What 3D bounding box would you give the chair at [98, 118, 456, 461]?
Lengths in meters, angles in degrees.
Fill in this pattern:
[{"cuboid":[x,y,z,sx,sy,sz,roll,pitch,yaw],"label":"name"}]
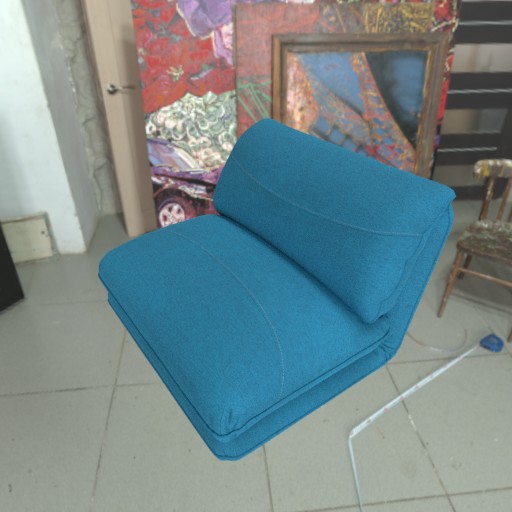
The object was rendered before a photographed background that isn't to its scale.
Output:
[{"cuboid":[0.000,0.000,1.349,0.780,0.580,0.820,-21,39,-29],"label":"chair"}]
